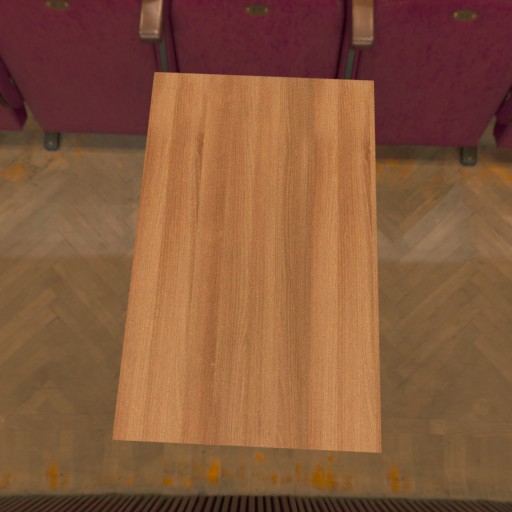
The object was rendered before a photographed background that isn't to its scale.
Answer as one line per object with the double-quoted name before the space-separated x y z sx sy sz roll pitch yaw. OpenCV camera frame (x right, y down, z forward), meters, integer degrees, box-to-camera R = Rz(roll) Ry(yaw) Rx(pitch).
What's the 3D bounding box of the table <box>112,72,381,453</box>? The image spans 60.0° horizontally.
"table" 0.000 0.000 1.442 0.700 0.330 1.100 3 76 1
